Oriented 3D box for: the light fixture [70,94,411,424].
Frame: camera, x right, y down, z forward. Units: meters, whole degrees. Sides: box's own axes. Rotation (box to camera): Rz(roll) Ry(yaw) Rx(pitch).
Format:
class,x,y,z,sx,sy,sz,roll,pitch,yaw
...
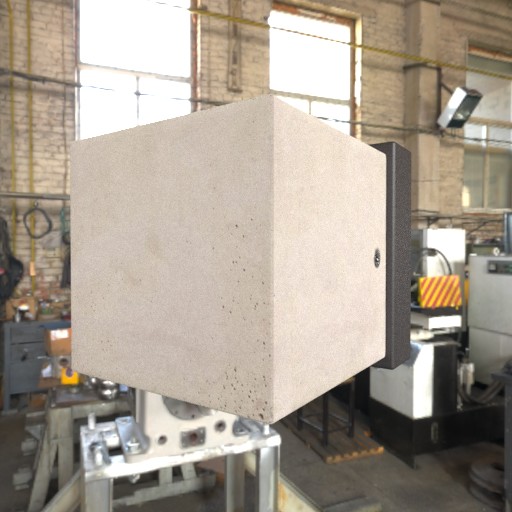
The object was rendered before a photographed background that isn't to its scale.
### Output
class,x,y,z,sx,sy,sz,roll,pitch,yaw
light fixture,0.000,0.000,0.233,0.121,0.121,0.143,1,1,35
